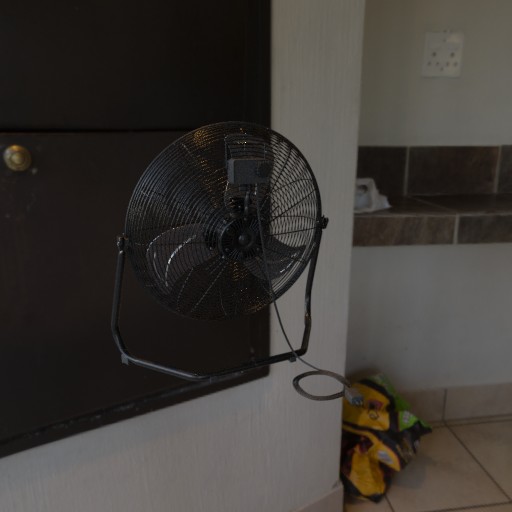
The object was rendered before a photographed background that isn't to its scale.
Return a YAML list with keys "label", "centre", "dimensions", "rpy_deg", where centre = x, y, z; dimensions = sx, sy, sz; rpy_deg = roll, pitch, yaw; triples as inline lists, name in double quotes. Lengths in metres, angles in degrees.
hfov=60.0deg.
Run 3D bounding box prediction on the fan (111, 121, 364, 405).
- label: "fan"
  centre: [0.000, 0.000, 0.931]
  dimensions: [0.555, 0.546, 0.424]
  rpy_deg: [-7, 17, -25]
